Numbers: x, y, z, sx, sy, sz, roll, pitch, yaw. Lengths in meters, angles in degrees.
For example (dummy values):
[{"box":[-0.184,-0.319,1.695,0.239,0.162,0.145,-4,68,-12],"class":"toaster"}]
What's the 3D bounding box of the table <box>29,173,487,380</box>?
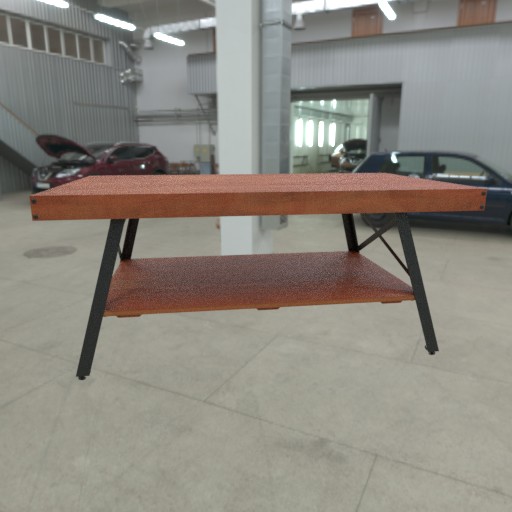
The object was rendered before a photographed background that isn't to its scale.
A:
[{"box":[0.000,0.000,1.368,1.067,0.457,0.610,-2,14,-8],"class":"table"}]
